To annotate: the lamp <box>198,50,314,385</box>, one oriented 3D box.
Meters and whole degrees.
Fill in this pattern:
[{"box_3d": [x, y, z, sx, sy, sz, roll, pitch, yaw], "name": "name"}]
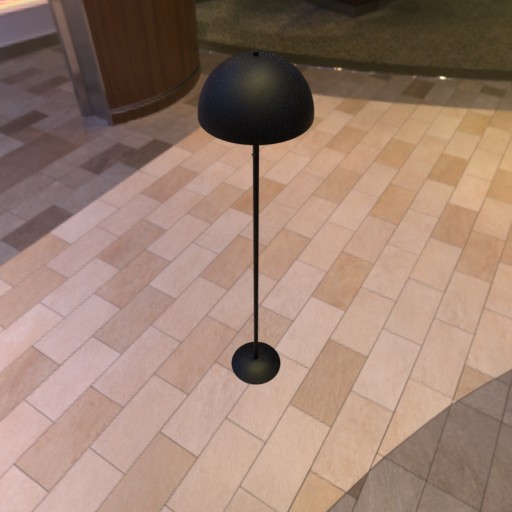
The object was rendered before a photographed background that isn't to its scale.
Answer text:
[{"box_3d": [0.000, 0.000, 1.654, 0.328, 1.480, 0.328, -10, 46, -10], "name": "lamp"}]
